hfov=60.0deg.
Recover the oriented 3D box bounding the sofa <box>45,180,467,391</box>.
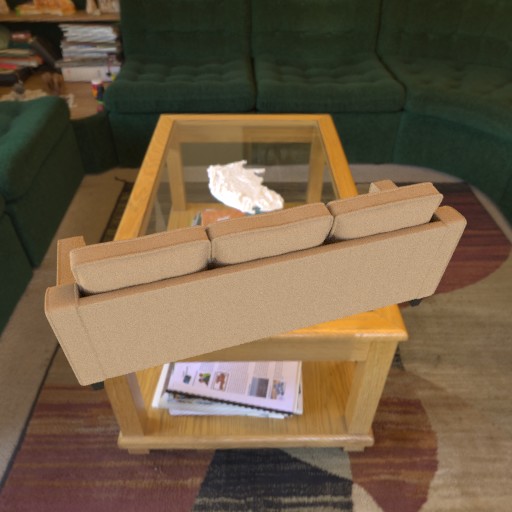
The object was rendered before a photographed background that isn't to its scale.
[{"bbox_3d":[0.000,0.000,2.582,2.131,0.902,0.791,-12,42,-14],"label":"sofa"}]
